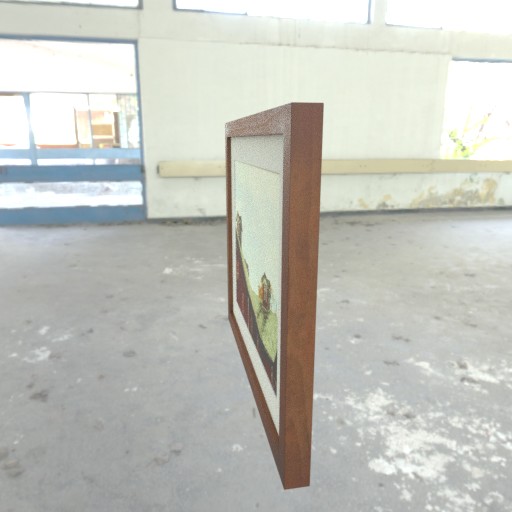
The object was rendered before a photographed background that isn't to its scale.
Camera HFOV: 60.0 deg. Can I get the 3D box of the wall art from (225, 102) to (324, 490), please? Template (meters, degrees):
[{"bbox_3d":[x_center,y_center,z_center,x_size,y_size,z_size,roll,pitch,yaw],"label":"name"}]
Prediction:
[{"bbox_3d":[0.000,0.000,0.762,0.033,0.457,0.558,-3,15,-10],"label":"wall art"}]
